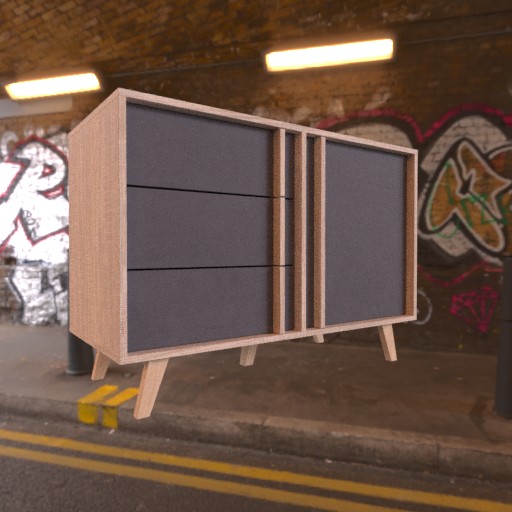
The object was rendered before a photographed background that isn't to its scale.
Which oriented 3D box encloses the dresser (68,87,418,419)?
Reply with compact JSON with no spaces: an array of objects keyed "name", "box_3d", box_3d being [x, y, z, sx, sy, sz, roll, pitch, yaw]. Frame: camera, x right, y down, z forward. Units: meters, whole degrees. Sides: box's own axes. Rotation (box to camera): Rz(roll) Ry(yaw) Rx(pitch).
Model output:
[{"name":"dresser","box_3d":[0.000,0.000,1.531,1.110,0.780,0.500,-1,1,-35]}]
